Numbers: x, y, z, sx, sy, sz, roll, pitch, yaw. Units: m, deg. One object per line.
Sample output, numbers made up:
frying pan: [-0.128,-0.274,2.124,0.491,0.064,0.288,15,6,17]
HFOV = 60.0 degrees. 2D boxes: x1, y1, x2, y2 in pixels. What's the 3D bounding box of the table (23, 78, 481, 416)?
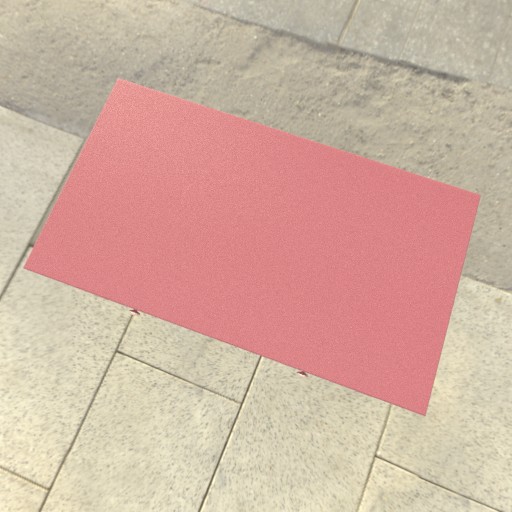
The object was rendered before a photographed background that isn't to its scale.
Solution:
table: [0.000,0.000,1.405,1.068,0.493,0.612,19,77,5]
